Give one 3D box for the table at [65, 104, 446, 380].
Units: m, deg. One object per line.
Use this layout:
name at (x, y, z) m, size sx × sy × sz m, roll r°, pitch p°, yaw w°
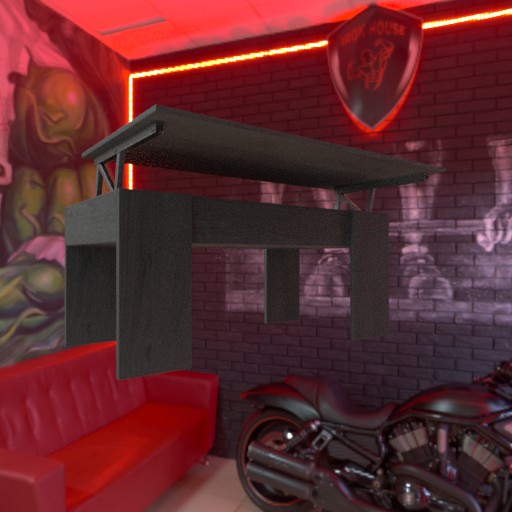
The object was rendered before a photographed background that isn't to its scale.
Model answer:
table at (0.000, 0.000, 1.418) m, size 1.000 × 0.570 × 0.711 m, roll 0°, pitch 0°, yaw -37°
